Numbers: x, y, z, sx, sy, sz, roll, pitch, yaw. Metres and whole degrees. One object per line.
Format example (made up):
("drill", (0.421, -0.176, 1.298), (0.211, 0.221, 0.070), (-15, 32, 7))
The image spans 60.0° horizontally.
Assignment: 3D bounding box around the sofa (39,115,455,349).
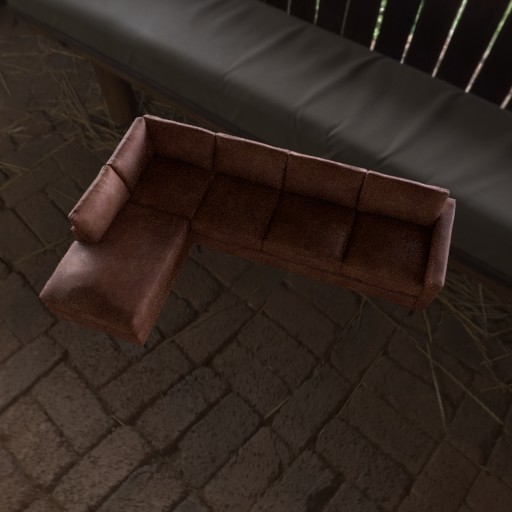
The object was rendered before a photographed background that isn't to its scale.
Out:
("sofa", (0.000, 0.000, 3.748), (2.984, 0.877, 1.938), (16, 60, 10))
